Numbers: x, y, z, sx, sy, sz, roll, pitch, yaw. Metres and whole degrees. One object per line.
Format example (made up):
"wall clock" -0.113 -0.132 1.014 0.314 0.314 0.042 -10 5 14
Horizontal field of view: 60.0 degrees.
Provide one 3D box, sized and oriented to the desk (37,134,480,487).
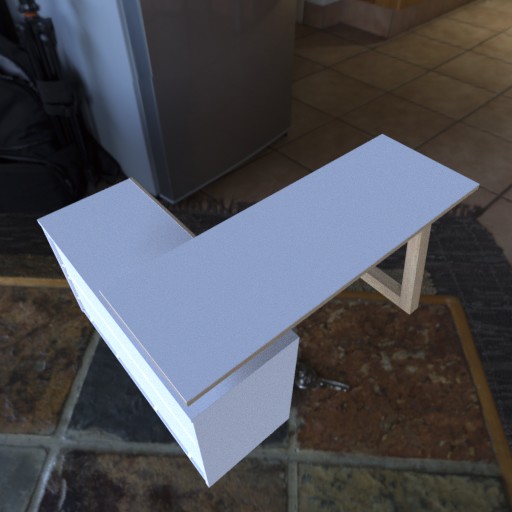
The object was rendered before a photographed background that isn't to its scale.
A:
"desk" 0.000 0.000 2.011 1.404 0.755 1.098 -32 54 -26
